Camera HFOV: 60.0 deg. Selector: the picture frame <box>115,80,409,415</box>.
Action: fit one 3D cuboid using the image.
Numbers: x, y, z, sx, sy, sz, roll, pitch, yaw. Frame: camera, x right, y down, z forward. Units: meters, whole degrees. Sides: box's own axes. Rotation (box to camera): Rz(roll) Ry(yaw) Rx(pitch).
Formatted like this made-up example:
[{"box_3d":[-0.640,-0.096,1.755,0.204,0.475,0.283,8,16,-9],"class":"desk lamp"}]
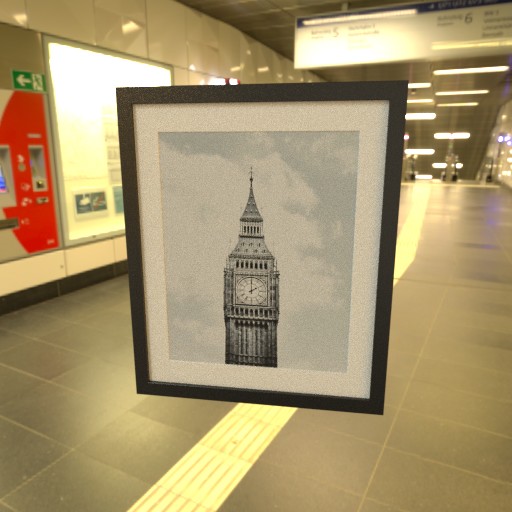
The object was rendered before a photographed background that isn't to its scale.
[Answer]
[{"box_3d":[0.000,0.000,0.766,0.460,0.556,0.028,2,14,9],"class":"picture frame"}]
